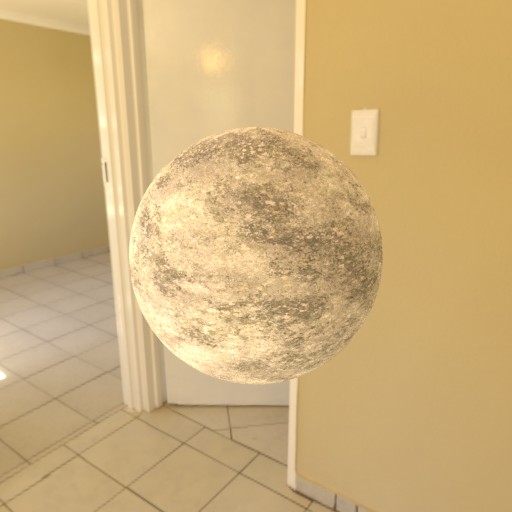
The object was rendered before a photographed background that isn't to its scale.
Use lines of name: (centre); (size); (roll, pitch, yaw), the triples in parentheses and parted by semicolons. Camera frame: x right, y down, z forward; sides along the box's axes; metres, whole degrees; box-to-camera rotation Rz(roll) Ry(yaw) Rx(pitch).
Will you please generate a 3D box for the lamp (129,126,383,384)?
lamp: (0.000, 0.000, 0.766); (0.422, 0.429, 0.422); (0, 16, 0)
